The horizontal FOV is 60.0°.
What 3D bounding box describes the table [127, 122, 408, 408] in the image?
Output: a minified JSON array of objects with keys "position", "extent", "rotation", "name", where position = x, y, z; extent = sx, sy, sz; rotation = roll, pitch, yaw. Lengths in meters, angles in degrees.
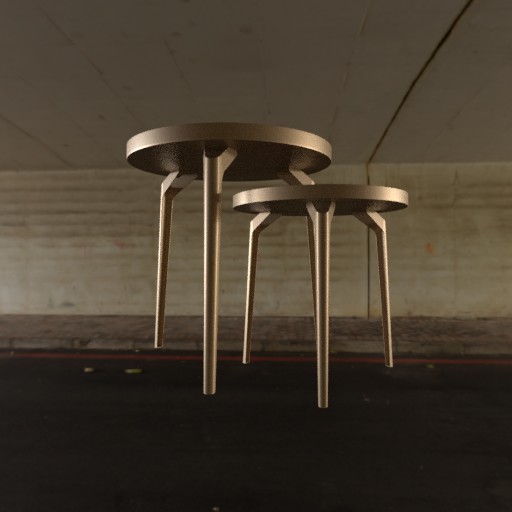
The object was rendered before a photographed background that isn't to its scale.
[{"position":[0.000,0.000,1.134],"extent":[0.751,0.555,0.532],"rotation":[0,0,36],"name":"table"}]
